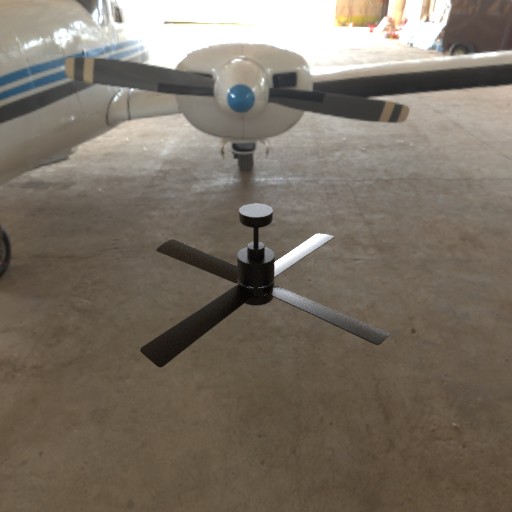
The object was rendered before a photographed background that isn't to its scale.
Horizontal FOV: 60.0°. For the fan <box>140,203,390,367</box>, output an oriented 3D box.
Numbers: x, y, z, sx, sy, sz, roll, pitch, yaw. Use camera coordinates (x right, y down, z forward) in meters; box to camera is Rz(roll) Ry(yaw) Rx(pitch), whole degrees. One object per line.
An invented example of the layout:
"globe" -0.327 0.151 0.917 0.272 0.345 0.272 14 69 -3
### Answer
"fan" 0.000 0.000 2.377 1.525 0.534 1.525 22 36 33
